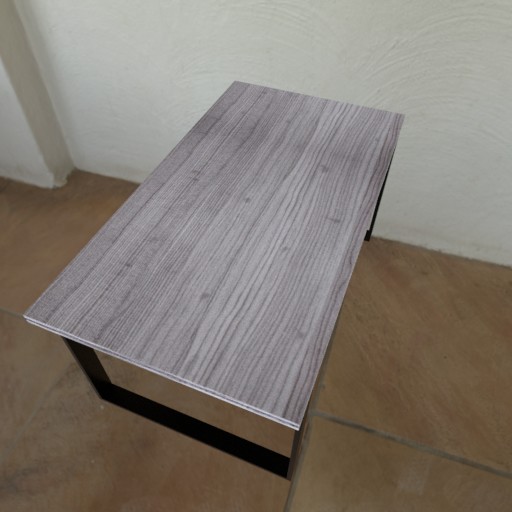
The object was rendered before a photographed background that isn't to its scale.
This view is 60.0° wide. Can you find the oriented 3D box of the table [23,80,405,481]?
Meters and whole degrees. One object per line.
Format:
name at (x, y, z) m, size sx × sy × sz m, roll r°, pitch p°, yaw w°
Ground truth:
table at (0.000, 0.000, 1.991) m, size 0.881 × 0.736 × 1.579 m, roll 17°, pitch 51°, yaw 15°
